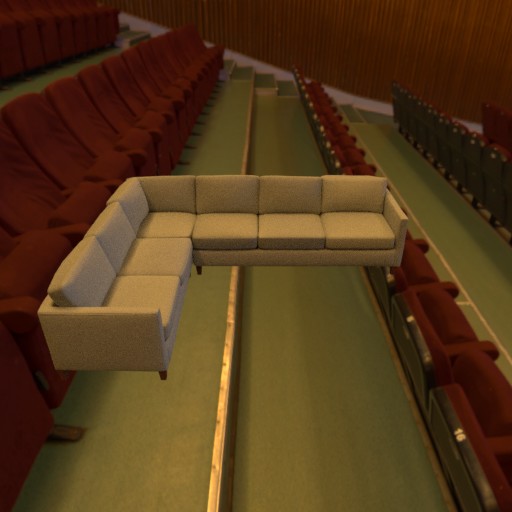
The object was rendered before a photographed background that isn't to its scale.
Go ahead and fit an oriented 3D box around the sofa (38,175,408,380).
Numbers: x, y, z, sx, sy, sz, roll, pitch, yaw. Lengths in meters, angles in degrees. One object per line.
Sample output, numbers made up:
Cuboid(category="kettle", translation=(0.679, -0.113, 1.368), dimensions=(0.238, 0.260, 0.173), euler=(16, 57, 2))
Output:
Cuboid(category="sofa", translation=(0.000, 0.000, 4.507), dimensions=(3.301, 0.947, 2.592), euler=(0, 30, 0))
